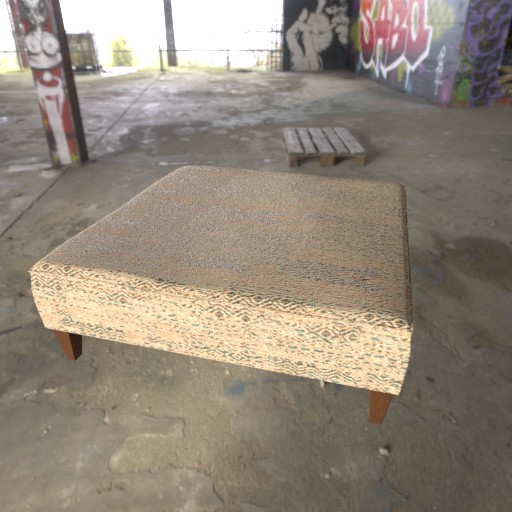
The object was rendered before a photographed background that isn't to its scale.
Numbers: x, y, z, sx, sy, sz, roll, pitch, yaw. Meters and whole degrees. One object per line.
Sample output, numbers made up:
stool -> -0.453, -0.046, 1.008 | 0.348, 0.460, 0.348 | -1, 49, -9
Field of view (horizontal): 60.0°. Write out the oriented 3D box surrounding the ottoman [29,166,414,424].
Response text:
ottoman -> 0.000, 0.000, 1.525 | 0.968, 0.356, 1.004 | 7, 29, 14
